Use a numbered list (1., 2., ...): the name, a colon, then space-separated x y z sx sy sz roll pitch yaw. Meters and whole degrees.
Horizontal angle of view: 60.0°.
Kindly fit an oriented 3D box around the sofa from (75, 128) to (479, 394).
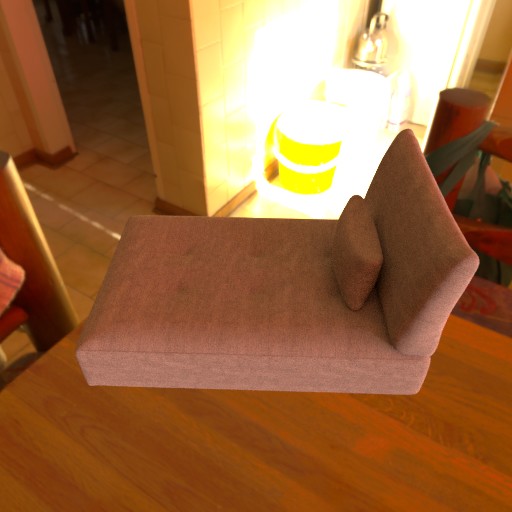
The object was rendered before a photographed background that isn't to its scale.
1. sofa: 0.000 0.000 1.982 1.450 0.820 0.930 1 42 1
